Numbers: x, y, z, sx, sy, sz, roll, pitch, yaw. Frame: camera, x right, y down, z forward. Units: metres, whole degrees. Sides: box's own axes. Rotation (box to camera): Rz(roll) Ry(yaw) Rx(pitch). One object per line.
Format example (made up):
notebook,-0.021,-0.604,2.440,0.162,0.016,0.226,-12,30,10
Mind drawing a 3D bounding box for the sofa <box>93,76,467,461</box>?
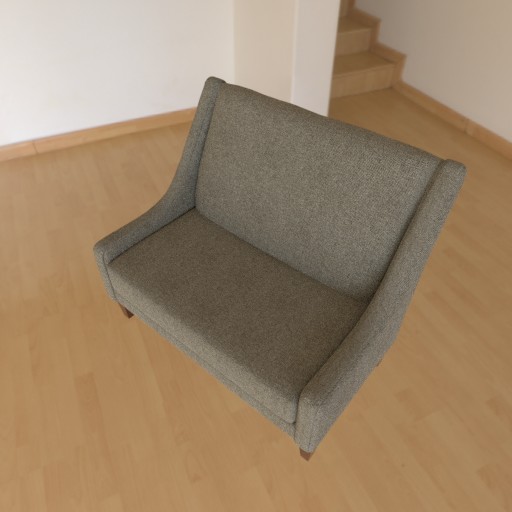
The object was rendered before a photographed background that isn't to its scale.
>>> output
sofa,0.000,0.000,1.910,1.242,1.021,0.870,30,51,28
